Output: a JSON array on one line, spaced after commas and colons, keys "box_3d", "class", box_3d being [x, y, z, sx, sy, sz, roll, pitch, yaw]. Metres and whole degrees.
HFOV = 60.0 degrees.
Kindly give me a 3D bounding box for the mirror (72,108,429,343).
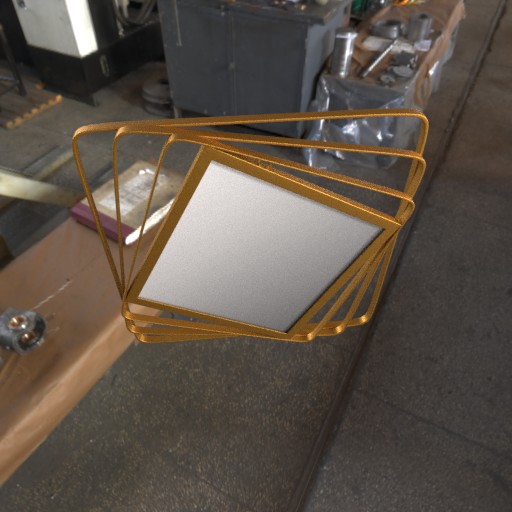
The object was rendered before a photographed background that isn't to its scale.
[{"box_3d": [0.000, 0.000, 0.711, 0.470, 0.468, 0.045, -4, 45, -4], "class": "mirror"}]
